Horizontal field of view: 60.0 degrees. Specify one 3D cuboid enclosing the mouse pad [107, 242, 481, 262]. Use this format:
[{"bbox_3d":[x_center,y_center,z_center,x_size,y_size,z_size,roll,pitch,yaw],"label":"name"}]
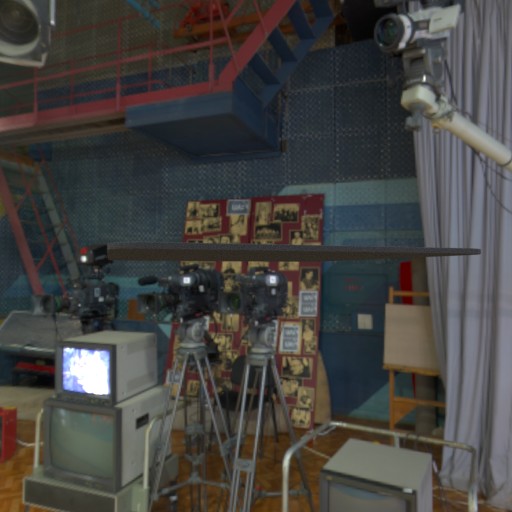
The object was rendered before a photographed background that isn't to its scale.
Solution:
[{"bbox_3d":[0.000,0.000,0.321,0.203,0.003,0.229,1,-2,-18],"label":"mouse pad"}]
